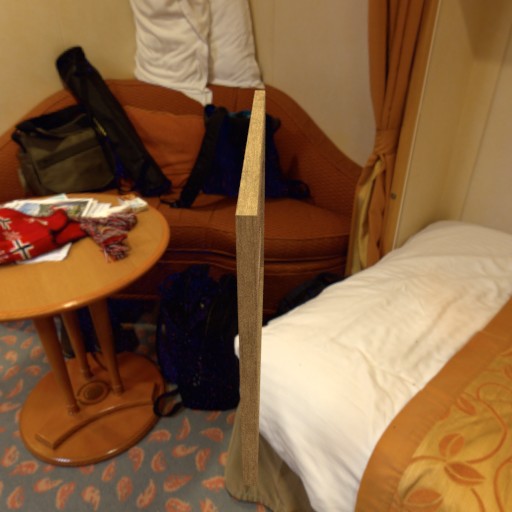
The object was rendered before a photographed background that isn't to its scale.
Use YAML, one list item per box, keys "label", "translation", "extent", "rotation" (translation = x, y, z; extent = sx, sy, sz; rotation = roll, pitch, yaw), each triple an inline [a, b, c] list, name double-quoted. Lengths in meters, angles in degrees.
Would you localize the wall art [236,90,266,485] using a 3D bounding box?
- label: "wall art"
  translation: [0.000, 0.000, 0.942]
  extent: [0.026, 0.535, 0.690]
  rotation: [1, 32, 2]
